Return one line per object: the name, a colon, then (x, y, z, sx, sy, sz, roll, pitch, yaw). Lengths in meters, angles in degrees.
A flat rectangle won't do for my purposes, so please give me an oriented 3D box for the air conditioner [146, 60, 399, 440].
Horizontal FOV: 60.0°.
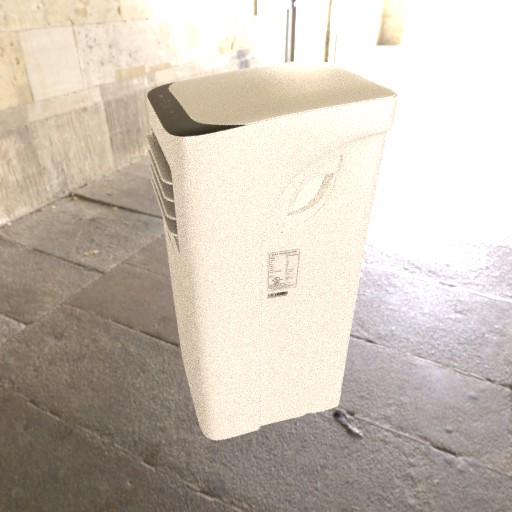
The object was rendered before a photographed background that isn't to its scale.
air conditioner: (0.000, 0.000, 0.924, 0.369, 0.716, 0.352, -10, 33, -15)
